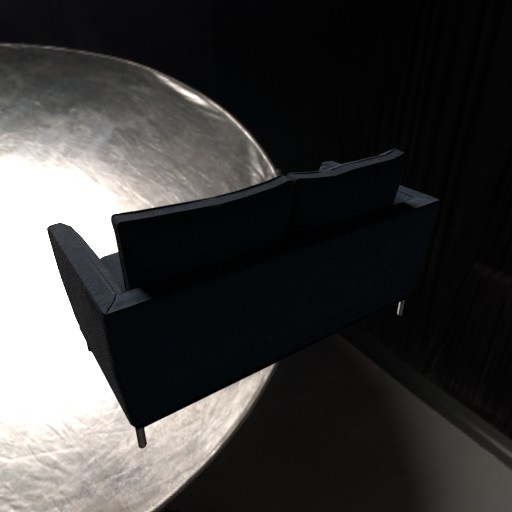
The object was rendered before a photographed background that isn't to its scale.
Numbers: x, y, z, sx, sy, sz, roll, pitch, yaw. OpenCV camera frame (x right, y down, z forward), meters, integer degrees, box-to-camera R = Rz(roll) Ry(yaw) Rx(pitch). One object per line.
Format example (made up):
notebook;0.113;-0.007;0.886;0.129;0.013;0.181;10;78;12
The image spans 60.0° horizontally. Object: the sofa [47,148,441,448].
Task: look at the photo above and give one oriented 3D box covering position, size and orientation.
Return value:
sofa;0.000;0.000;2.284;1.770;1.002;0.853;-18;34;-30
